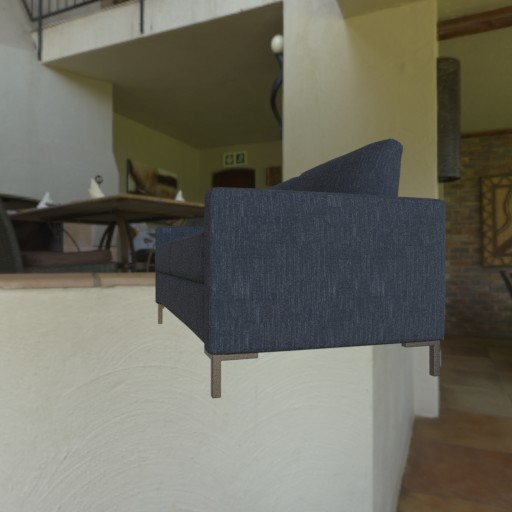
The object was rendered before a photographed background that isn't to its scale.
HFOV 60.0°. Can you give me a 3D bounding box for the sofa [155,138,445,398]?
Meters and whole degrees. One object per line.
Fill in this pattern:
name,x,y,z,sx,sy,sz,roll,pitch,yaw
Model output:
sofa,0.000,0.000,2.217,0.866,0.862,1.716,0,-1,-18
